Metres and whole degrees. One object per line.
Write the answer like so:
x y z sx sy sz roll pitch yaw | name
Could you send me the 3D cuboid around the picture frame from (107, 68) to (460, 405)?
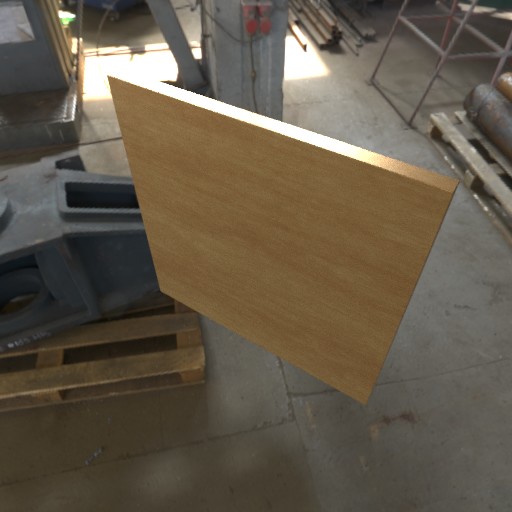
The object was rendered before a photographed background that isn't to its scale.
0.000 0.000 1.121 0.758 0.761 0.037 25 52 22 | picture frame
